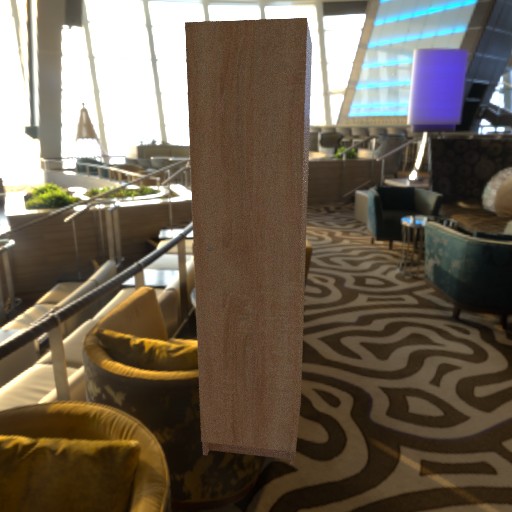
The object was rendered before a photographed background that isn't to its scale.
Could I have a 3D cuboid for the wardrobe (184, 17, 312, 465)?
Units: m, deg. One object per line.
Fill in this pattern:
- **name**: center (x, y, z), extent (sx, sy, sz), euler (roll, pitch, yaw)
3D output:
- **wardrobe**: center (0.000, 0.000, 2.327), extent (0.496, 2.117, 0.588), euler (3, 17, 9)
